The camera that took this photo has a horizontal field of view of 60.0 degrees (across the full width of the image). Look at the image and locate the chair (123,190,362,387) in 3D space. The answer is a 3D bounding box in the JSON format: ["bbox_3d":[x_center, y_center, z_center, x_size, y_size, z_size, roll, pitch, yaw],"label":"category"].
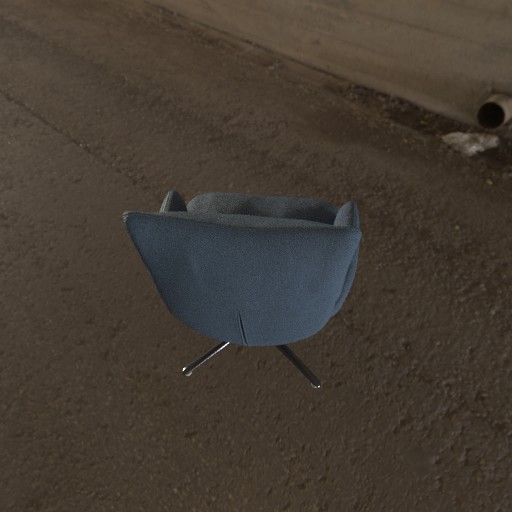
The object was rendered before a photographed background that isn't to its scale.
[{"bbox_3d":[0.000,0.000,1.598,0.711,1.016,0.889,4,47,4],"label":"chair"}]
